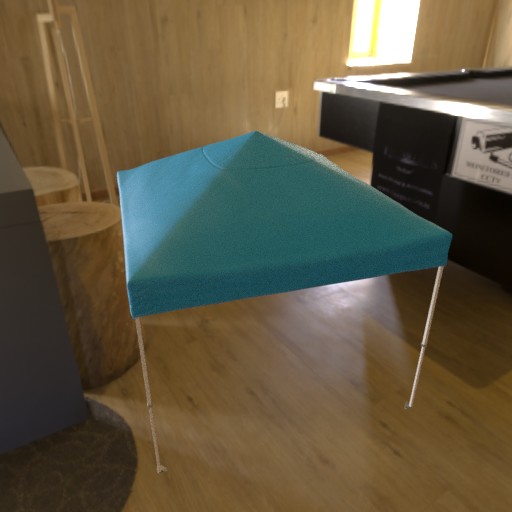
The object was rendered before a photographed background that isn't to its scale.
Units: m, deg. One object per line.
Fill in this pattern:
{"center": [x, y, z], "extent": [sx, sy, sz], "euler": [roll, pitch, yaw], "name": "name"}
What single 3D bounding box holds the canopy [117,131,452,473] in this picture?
{"center": [0.000, 0.000, 5.389], "extent": [2.996, 2.997, 2.998], "euler": [-8, 29, -15], "name": "canopy"}
